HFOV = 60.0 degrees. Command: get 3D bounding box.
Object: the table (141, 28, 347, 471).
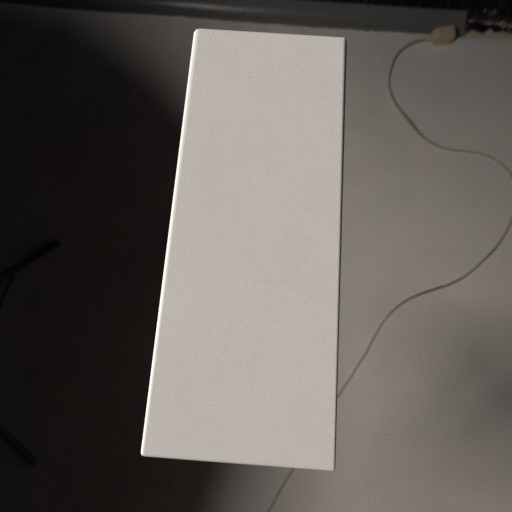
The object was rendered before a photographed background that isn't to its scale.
[{"bbox_3d":[0.000,0.000,1.519,0.459,0.740,1.184,4,75,1],"label":"table"}]
